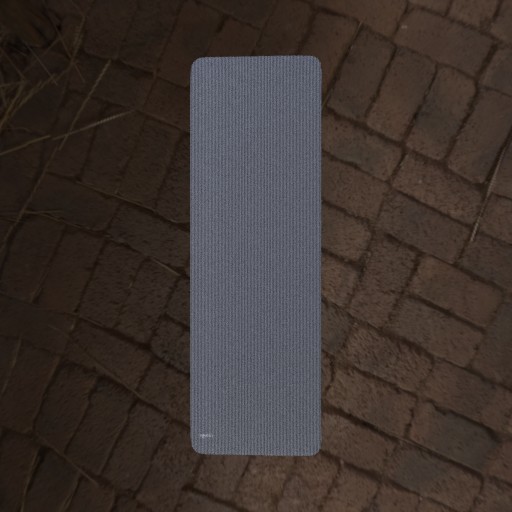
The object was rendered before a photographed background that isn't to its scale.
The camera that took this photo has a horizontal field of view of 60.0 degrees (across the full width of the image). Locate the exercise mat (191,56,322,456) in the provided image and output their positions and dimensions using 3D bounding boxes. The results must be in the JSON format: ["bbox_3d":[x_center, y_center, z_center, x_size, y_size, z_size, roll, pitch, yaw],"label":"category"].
[{"bbox_3d":[0.000,0.000,2.093,0.616,0.021,1.884,0,90,1],"label":"exercise mat"}]
